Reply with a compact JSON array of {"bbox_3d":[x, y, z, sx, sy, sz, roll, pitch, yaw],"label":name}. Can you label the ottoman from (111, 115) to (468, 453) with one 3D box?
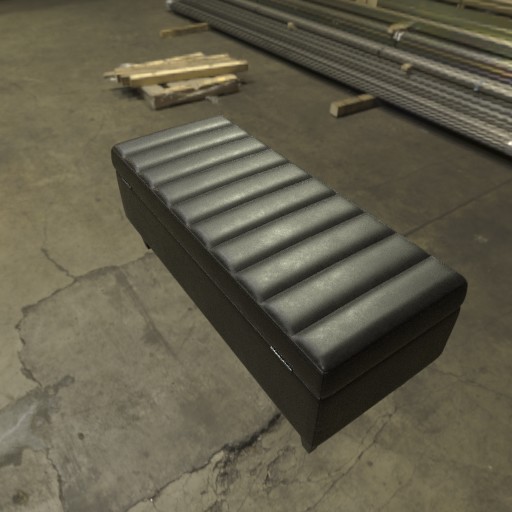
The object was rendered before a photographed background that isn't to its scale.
[{"bbox_3d":[0.000,0.000,1.442,0.482,0.469,1.151,-25,47,-25],"label":"ottoman"}]
